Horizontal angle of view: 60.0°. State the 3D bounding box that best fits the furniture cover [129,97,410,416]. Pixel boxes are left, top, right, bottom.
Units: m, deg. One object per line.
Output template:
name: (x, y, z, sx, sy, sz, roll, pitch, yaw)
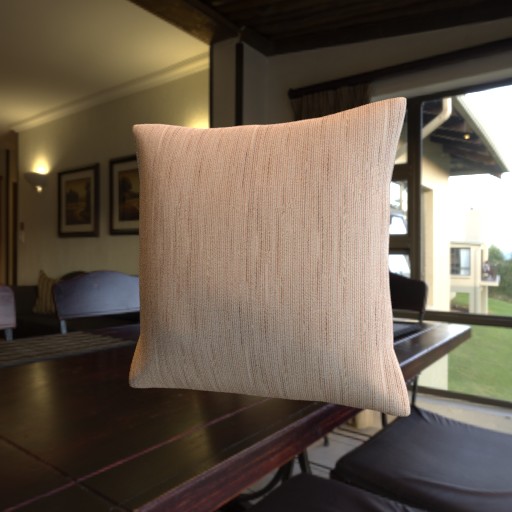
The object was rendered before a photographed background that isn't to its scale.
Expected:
furniture cover: (0.000, 0.000, 0.778, 0.512, 0.506, 0.178, 0, 0, 18)
